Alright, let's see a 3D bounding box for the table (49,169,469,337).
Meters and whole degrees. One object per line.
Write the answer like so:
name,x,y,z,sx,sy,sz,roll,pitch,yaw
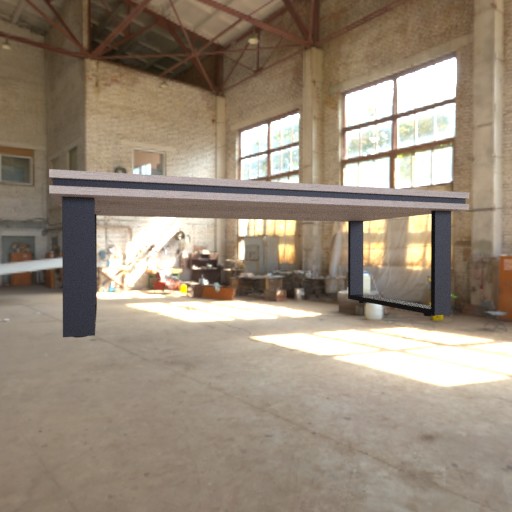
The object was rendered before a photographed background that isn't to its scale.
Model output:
table,0.000,0.000,1.673,1.350,0.450,0.700,0,1,-19
